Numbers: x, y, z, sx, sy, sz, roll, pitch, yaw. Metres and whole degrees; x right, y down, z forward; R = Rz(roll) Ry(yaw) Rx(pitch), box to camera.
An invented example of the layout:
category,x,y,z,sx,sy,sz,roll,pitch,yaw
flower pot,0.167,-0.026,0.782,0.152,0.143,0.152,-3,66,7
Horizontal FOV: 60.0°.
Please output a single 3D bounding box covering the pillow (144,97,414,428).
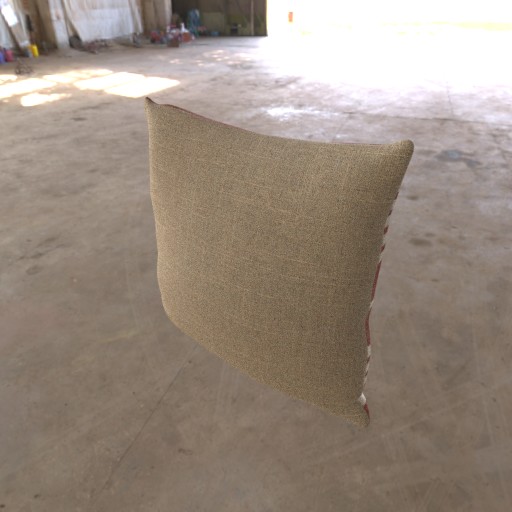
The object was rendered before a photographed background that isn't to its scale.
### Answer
category,x,y,z,sx,sy,sz,roll,pitch,yaw
pillow,0.000,0.000,0.673,0.439,0.427,0.182,22,37,32
